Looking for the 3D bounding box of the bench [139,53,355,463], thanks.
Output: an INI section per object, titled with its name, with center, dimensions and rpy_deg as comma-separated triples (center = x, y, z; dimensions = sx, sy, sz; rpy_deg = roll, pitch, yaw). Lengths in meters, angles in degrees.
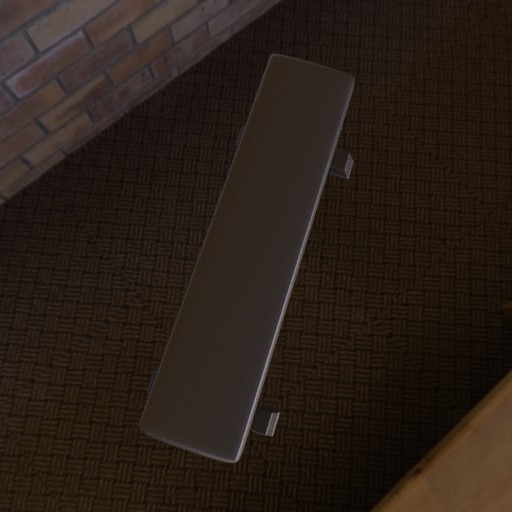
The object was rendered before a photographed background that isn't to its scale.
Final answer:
[bench]
center = 0.000, 0.000, 1.340
dimensions = 0.439, 0.453, 1.072
rpy_deg = 17, 78, 4
